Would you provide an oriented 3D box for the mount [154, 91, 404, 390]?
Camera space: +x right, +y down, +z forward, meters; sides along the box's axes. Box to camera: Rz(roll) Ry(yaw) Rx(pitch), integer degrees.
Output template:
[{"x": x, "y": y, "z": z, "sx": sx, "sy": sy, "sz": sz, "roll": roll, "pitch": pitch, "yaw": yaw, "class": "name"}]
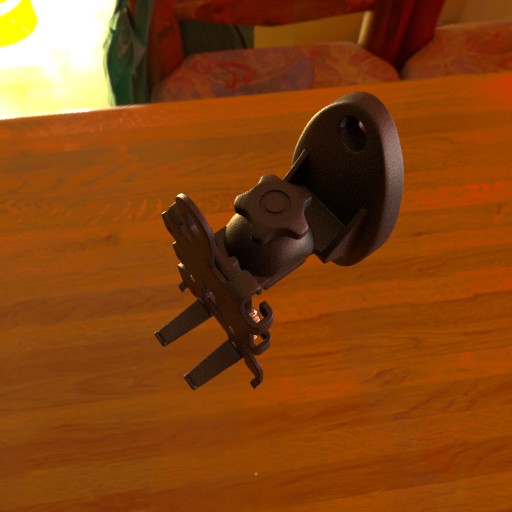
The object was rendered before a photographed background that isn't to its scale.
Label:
[{"x": 0.000, "y": 0.000, "z": 0.178, "sx": 0.100, "sy": 0.118, "sz": 0.066, "roll": -35, "pitch": 69, "yaw": -16, "class": "mount"}]
